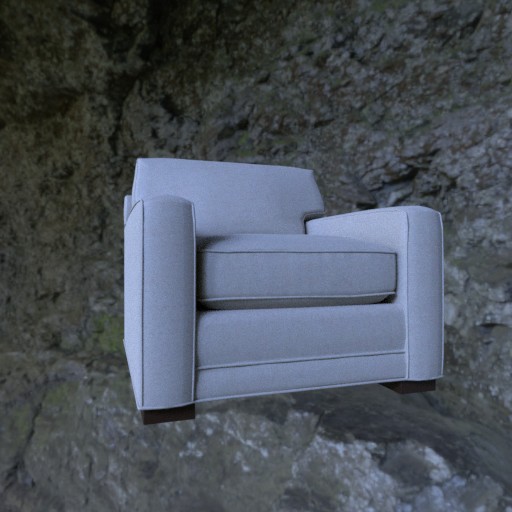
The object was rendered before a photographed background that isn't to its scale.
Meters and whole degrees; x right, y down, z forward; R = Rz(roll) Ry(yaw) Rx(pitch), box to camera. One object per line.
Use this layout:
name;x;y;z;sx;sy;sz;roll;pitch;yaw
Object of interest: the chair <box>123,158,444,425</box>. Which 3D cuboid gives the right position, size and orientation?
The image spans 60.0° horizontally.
chair;0.000;0.000;1.801;0.998;0.913;1.043;0;0;-19
